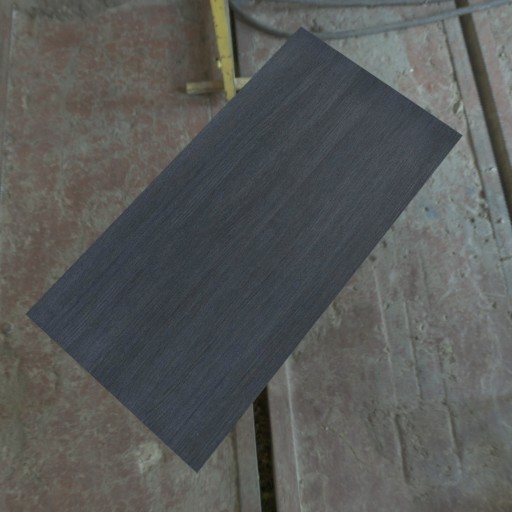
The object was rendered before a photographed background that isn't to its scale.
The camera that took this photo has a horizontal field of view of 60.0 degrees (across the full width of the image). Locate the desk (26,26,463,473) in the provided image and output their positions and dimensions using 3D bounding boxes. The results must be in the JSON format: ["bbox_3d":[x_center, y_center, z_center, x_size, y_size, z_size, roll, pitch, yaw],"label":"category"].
[{"bbox_3d":[0.000,0.000,1.498,0.560,0.730,1.096,39,78,9],"label":"desk"}]
